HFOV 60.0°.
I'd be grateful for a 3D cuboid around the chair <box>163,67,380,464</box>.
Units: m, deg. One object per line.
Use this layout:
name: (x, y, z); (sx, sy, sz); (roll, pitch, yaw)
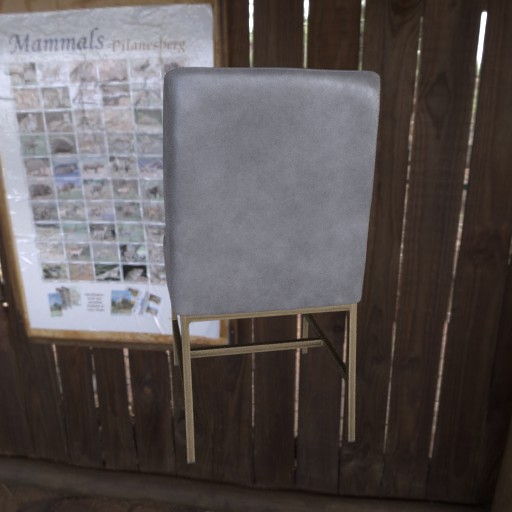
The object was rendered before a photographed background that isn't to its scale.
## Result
chair: (0.000, 0.000, 1.221); (0.508, 0.889, 0.587); (-3, 15, -11)
